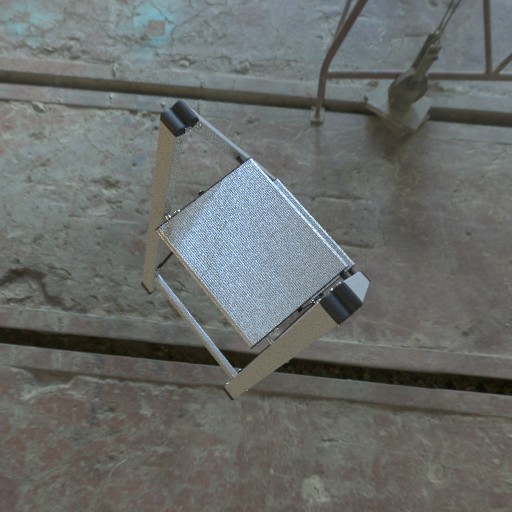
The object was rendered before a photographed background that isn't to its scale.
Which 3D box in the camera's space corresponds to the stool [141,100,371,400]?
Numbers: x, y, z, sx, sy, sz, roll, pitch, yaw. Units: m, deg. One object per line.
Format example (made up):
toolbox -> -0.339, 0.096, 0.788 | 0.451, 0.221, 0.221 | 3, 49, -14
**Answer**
stool -> 0.000, 0.000, 1.000 | 0.535, 0.670, 0.440 | -39, 79, -9
